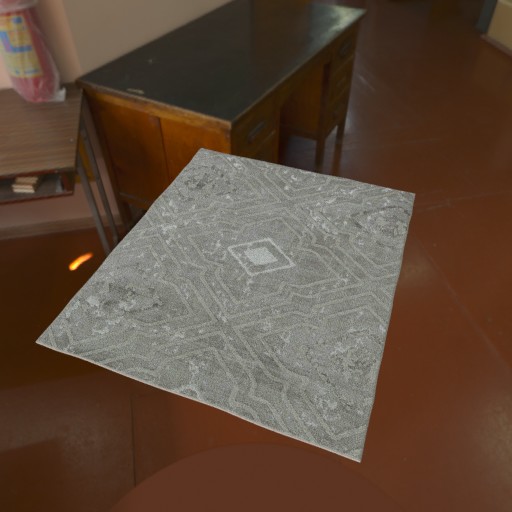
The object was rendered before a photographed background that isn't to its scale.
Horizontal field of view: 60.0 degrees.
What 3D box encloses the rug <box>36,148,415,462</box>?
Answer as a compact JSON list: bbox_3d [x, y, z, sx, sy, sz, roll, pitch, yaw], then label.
[{"bbox_3d":[0.000,0.000,0.881,0.548,0.006,0.639,15,47,14],"label":"rug"}]
